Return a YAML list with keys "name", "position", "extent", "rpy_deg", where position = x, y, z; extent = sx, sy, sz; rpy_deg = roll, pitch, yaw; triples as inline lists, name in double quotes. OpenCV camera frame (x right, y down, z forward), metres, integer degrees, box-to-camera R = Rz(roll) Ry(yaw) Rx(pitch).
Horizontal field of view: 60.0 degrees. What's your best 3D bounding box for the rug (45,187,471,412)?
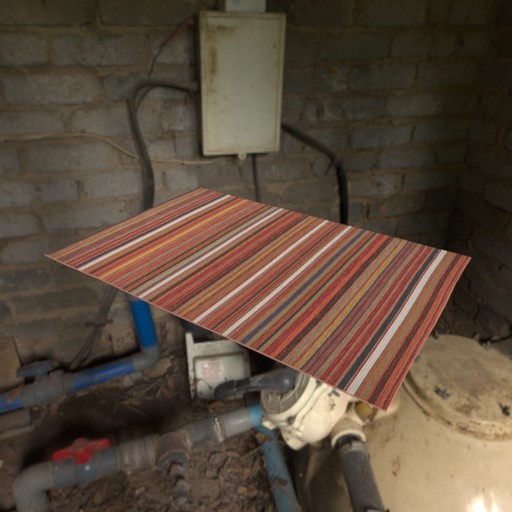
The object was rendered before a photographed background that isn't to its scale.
- name: "rug"
  position: [0.000, 0.000, 2.276]
  extent: [1.828, 0.007, 1.217]
  rpy_deg: [18, 34, 30]
